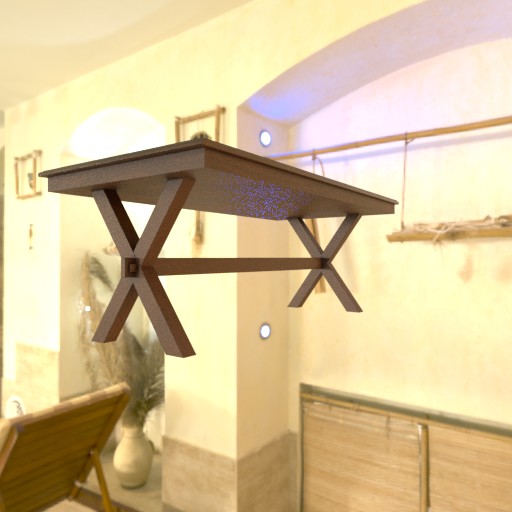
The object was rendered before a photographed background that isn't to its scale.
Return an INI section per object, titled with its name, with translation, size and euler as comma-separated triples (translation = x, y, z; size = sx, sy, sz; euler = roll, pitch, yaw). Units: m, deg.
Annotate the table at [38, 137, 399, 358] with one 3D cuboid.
[table]
translation = 0.000, 0.000, 1.513
size = 0.594, 0.459, 1.197
euler = 0, 0, 35
